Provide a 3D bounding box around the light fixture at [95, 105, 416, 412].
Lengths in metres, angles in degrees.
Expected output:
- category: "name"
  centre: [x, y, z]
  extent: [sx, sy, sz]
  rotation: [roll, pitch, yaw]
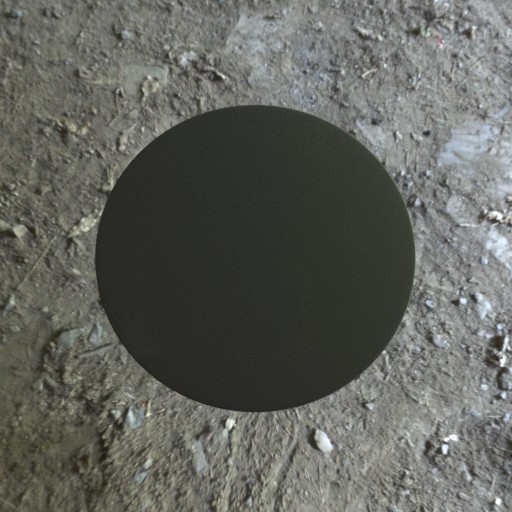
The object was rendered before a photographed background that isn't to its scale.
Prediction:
- category: "light fixture"
  centre: [0.000, 0.000, 0.539]
  extent: [0.356, 0.102, 0.356]
  rotation: [0, 74, 0]
